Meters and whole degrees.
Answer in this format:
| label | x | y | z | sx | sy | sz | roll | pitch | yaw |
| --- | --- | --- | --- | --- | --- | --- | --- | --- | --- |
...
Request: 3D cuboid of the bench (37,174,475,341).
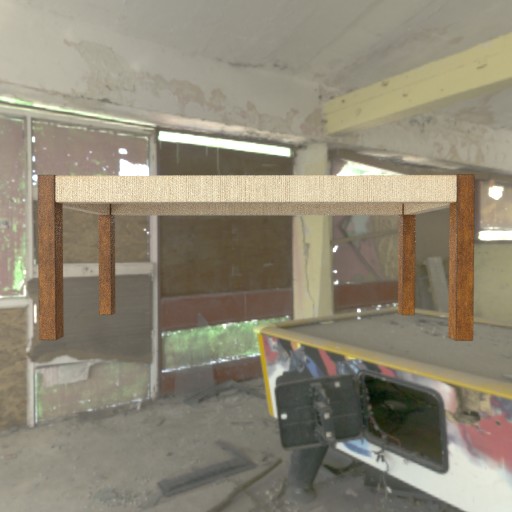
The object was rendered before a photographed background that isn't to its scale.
| label | x | y | z | sx | sy | sz | roll | pitch | yaw |
| --- | --- | --- | --- | --- | --- | --- | --- | --- | --- |
| bench | 0.000 | 0.000 | 1.471 | 1.198 | 0.457 | 0.507 | 0 | 1 | 0 |
